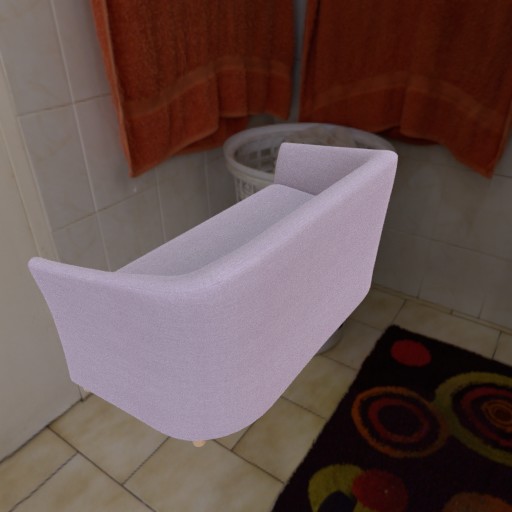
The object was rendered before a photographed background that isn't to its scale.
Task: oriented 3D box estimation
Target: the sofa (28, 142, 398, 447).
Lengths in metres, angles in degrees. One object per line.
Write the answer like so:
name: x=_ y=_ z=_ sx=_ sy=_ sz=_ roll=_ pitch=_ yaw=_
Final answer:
sofa: x=0.000 y=0.000 z=1.796 sx=0.705 sy=0.721 sz=1.452 roll=21 pitch=38 yaw=30
